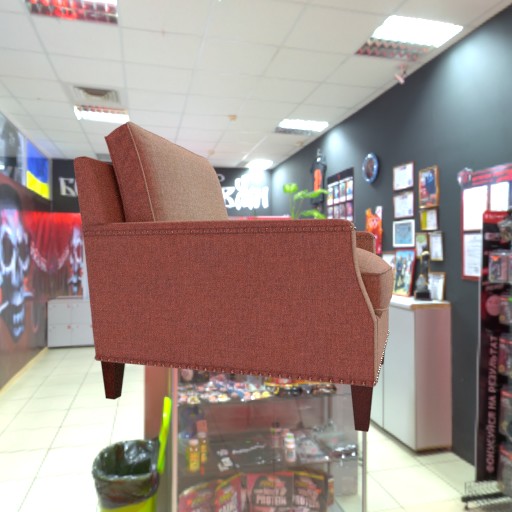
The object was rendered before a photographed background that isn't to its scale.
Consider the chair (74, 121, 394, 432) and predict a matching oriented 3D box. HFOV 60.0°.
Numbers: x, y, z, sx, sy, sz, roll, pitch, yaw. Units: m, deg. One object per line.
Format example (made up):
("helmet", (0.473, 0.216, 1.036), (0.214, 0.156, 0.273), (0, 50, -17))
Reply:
("chair", (0.000, 0.000, 1.719), (1.014, 0.943, 0.853), (0, 0, 19))
